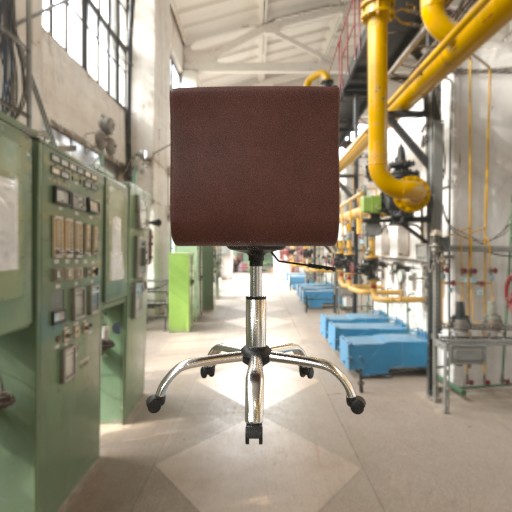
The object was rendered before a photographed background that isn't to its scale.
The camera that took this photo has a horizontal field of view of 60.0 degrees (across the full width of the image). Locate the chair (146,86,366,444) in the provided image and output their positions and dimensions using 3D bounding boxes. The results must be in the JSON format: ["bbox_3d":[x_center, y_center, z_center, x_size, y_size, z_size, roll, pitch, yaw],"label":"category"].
[{"bbox_3d":[0.000,0.000,1.169,0.556,0.780,0.530,0,1,1],"label":"chair"}]
